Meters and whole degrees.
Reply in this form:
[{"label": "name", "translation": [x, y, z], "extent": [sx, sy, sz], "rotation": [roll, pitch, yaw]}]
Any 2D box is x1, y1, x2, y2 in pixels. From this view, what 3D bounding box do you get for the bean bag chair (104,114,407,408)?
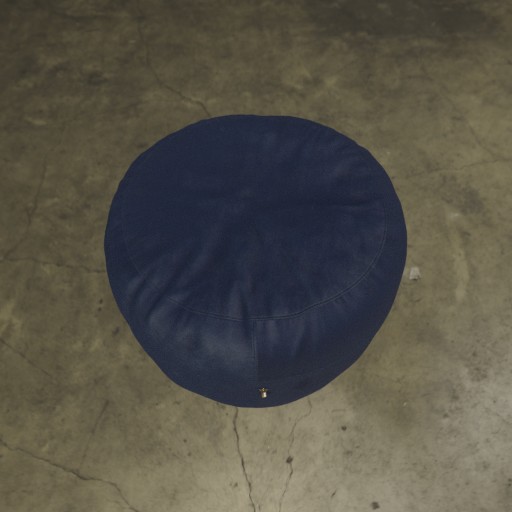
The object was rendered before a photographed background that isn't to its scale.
[{"label": "bean bag chair", "translation": [0.000, 0.000, 1.950], "extent": [1.219, 0.762, 1.219], "rotation": [0, 57, 0]}]
